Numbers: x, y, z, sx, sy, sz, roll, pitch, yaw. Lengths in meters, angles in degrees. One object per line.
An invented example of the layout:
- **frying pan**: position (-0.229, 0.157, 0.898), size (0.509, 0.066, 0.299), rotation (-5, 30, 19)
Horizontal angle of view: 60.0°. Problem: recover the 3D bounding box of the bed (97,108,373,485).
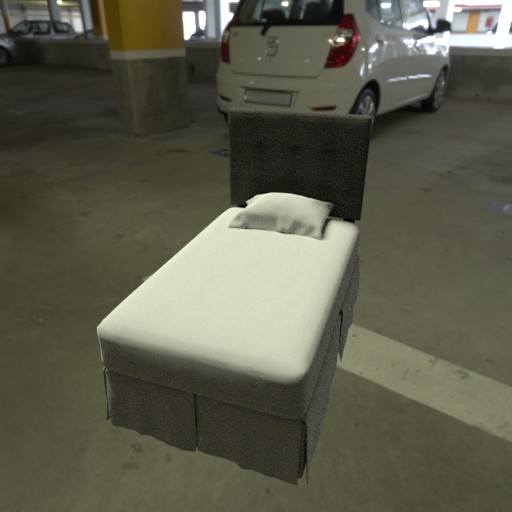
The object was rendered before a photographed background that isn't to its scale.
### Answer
- **bed**: position (0.000, 0.000, 2.961), size (1.261, 1.571, 1.997), rotation (9, 29, 17)
